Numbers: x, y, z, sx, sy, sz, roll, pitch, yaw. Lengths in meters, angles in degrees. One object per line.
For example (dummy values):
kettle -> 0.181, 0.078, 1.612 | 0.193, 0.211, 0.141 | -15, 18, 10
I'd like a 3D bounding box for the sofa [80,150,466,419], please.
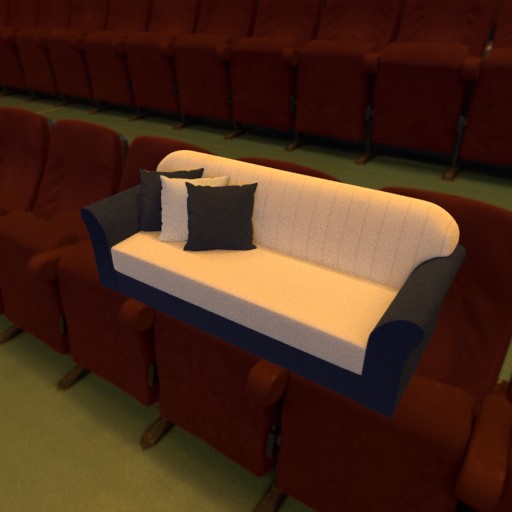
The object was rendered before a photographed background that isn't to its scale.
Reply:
sofa -> 0.000, 0.000, 2.483 | 2.006, 0.789, 0.749 | 18, 35, 29
